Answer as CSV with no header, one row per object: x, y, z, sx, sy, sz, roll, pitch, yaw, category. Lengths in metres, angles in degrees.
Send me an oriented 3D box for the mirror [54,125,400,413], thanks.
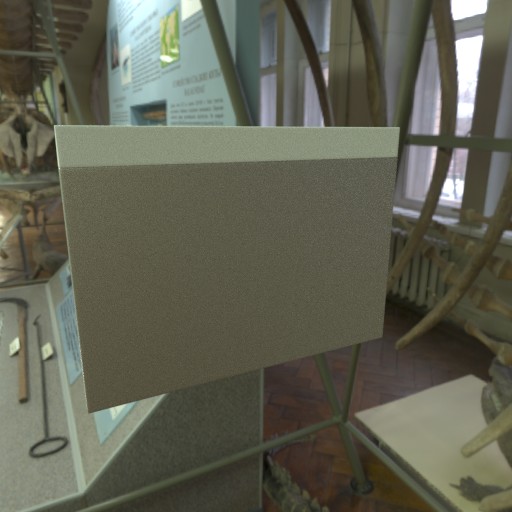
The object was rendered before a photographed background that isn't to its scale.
0.000,0.000,1.125,0.870,0.630,0.030,-8,17,-26,mirror
